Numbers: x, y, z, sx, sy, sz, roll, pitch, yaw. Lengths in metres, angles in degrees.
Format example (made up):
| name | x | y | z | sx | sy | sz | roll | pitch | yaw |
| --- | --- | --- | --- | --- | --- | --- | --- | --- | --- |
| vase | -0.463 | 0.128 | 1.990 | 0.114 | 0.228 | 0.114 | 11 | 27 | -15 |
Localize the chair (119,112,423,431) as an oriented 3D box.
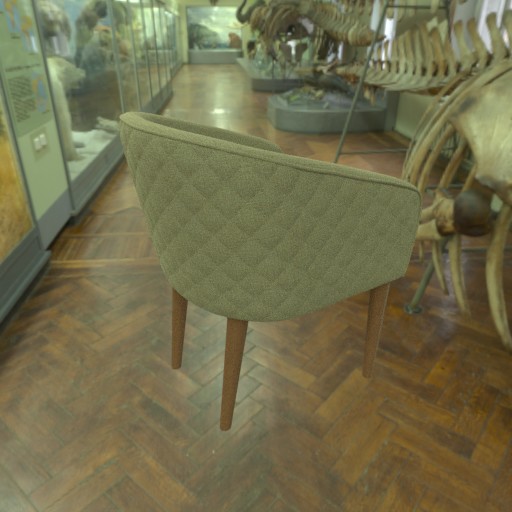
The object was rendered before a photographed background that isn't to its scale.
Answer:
| name | x | y | z | sx | sy | sz | roll | pitch | yaw |
| --- | --- | --- | --- | --- | --- | --- | --- | --- | --- |
| chair | 0.000 | 0.000 | 1.212 | 0.616 | 0.775 | 0.584 | -18 | 32 | -31 |
